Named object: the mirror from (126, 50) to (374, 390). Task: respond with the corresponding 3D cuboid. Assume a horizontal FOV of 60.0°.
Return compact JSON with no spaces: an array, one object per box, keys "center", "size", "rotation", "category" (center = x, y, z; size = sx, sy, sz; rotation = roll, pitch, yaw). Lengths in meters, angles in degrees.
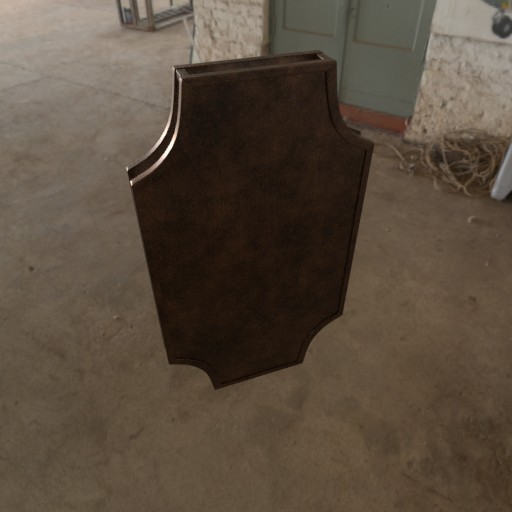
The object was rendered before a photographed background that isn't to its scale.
[{"center":[0.000,0.000,0.974],"size":[0.462,0.811,0.066],"rotation":[-13,42,-15],"category":"mirror"}]
